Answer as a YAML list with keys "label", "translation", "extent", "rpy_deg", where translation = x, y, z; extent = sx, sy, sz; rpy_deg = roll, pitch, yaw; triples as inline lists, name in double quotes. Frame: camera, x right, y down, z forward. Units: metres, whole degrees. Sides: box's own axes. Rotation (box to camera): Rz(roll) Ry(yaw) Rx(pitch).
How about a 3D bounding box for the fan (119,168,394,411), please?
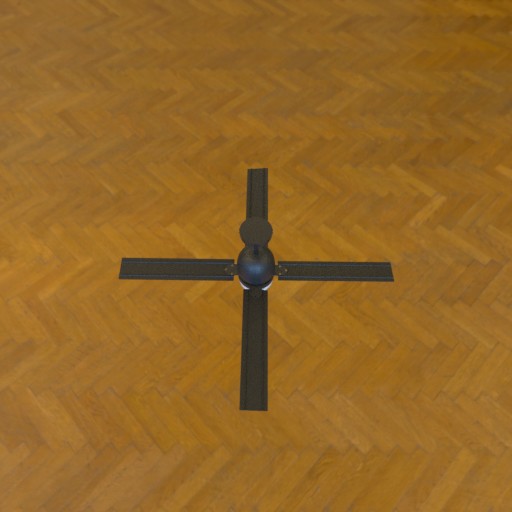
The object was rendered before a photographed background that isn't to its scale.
- label: "fan"
  translation: [0.000, 0.000, 2.036]
  extent: [1.319, 0.410, 1.319]
  rpy_deg: [-1, 58, 0]
